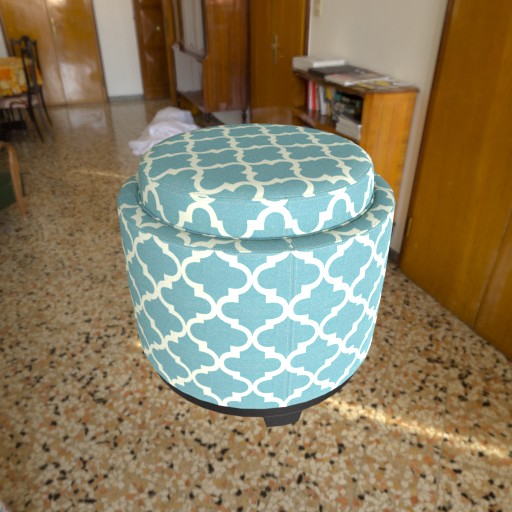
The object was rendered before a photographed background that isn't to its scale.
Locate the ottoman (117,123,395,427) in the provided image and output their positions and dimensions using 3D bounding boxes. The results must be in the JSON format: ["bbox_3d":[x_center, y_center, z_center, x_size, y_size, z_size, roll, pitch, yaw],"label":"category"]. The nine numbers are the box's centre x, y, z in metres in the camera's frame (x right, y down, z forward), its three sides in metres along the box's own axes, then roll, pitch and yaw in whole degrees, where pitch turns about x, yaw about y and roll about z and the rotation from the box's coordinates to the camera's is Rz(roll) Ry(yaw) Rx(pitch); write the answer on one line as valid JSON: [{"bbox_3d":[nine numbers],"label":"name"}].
[{"bbox_3d":[0.000,0.000,0.851,0.480,0.429,0.480,0,31,0],"label":"ottoman"}]
